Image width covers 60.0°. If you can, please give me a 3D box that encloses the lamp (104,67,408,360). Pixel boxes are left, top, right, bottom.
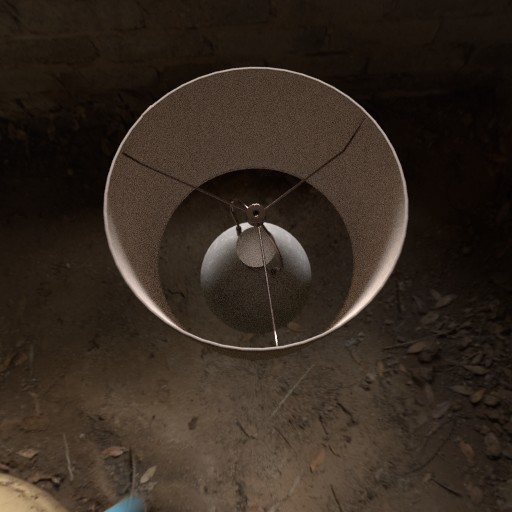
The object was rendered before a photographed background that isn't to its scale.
[{"bbox_3d":[0.000,0.000,0.588,0.269,0.409,0.269,-37,78,-9],"label":"lamp"}]
